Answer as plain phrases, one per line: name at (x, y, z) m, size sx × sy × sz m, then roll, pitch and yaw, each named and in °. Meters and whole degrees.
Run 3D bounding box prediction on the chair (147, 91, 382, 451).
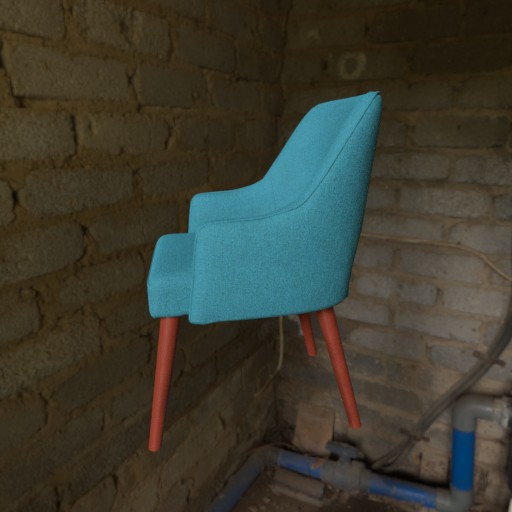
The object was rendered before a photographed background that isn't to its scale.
chair at (0.000, 0.000, 1.231) m, size 0.605 × 0.849 × 0.548 m, roll -2°, pitch 15°, yaw -9°
